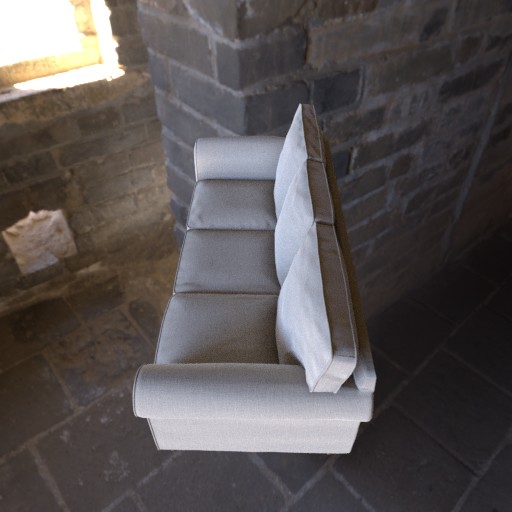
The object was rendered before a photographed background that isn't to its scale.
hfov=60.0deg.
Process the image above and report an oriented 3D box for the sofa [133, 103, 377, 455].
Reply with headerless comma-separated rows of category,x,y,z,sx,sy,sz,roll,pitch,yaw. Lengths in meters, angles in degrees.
sofa,0.000,0.000,2.499,0.916,0.961,2.084,1,42,1
